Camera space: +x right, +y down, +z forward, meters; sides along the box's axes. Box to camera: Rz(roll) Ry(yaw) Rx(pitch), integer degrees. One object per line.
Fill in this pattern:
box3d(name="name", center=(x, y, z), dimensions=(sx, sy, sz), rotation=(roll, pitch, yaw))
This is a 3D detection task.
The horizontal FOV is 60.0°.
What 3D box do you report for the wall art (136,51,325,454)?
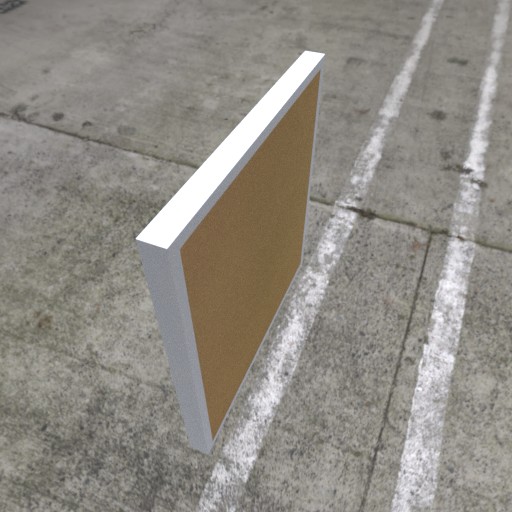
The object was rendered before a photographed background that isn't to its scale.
box3d(name="wall art", center=(0.000, 0.000, 0.766), dimensions=(0.035, 0.507, 0.508), rotation=(17, 48, 16))
